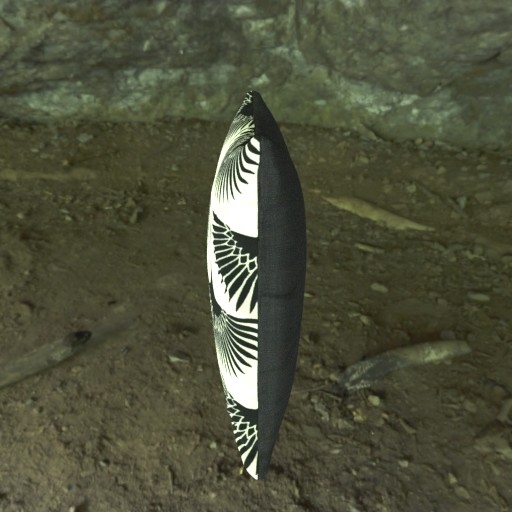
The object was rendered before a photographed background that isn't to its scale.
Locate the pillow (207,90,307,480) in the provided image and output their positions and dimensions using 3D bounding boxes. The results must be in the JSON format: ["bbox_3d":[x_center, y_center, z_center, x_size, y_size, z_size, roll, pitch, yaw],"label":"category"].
[{"bbox_3d":[0.000,0.000,0.667,0.139,0.432,0.432,-1,26,-1],"label":"pillow"}]
